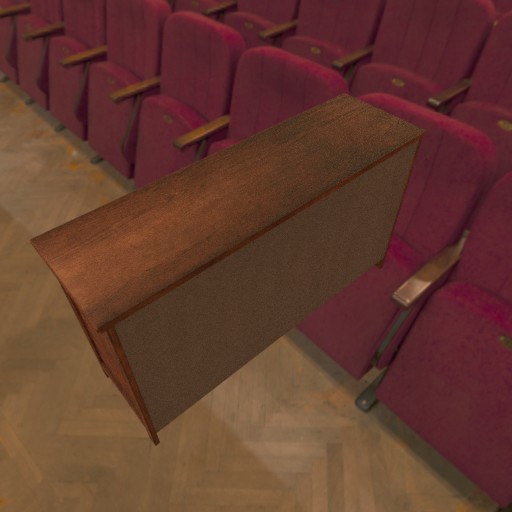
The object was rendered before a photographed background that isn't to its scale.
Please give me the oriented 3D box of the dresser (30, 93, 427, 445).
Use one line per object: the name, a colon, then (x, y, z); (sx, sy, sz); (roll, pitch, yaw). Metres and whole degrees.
dresser: (0.000, 0.000, 1.972); (1.551, 0.856, 0.463); (-32, 54, -27)
